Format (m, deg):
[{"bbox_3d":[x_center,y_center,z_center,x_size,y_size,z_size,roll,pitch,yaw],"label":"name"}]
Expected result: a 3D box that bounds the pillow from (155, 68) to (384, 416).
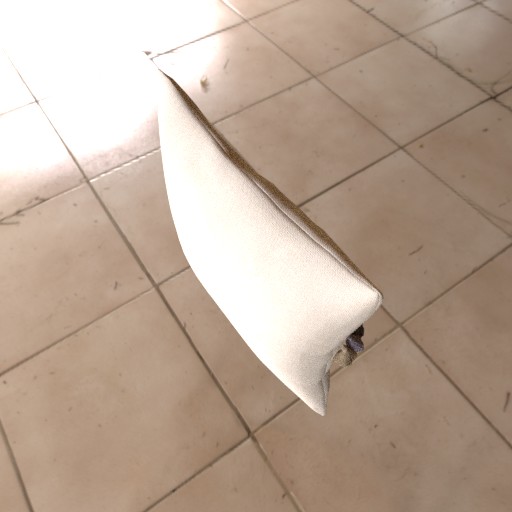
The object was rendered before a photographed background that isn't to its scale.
[{"bbox_3d":[0.000,0.000,0.752,0.165,0.481,0.489,-31,63,-18],"label":"pillow"}]
